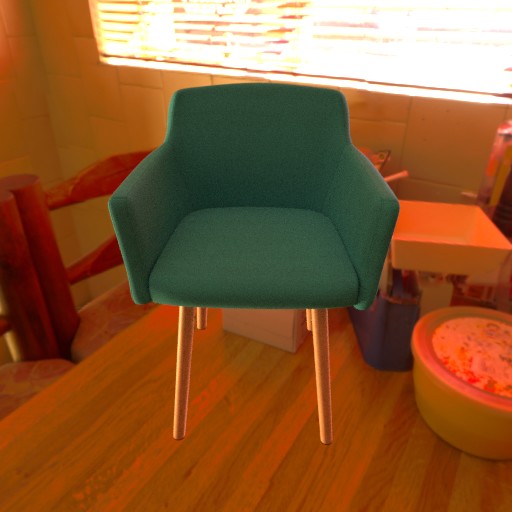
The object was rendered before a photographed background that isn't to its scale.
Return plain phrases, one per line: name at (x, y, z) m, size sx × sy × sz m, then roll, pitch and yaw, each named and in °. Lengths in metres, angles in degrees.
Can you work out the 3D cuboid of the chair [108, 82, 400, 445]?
chair at (0.000, 0.000, 1.157) m, size 0.570 × 0.780 × 0.540 m, roll 1°, pitch 30°, yaw 1°
